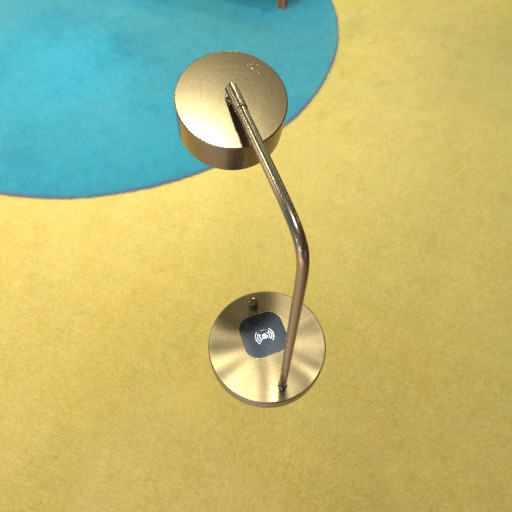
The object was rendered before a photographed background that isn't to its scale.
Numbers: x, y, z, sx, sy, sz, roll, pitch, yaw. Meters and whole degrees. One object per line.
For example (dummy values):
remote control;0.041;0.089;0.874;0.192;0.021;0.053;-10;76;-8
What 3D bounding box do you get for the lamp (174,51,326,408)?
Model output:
lamp;0.000;0.000;0.529;0.171;0.380;0.270;-16;59;-10
